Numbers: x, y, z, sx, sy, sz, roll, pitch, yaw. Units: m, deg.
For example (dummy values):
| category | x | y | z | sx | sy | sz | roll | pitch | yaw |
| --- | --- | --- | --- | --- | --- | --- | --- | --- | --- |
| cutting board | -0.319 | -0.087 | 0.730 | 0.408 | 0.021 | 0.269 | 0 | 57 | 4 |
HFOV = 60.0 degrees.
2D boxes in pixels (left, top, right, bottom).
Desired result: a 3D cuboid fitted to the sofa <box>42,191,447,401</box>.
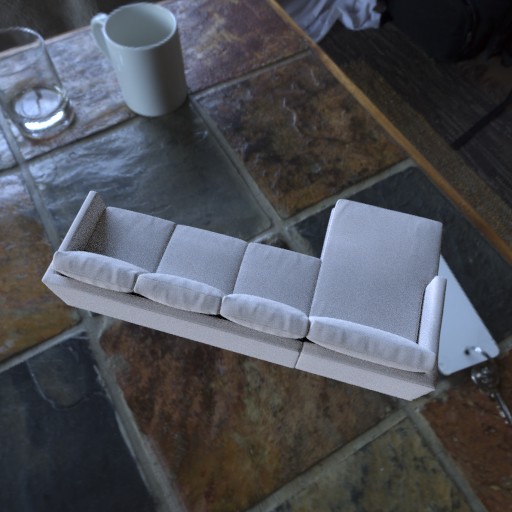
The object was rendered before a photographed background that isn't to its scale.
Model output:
| category | x | y | z | sx | sy | sz | roll | pitch | yaw |
| --- | --- | --- | --- | --- | --- | --- | --- | --- | --- |
| sofa | 0.000 | 0.000 | 3.958 | 3.186 | 0.861 | 1.625 | 14 | 65 | 7 |
